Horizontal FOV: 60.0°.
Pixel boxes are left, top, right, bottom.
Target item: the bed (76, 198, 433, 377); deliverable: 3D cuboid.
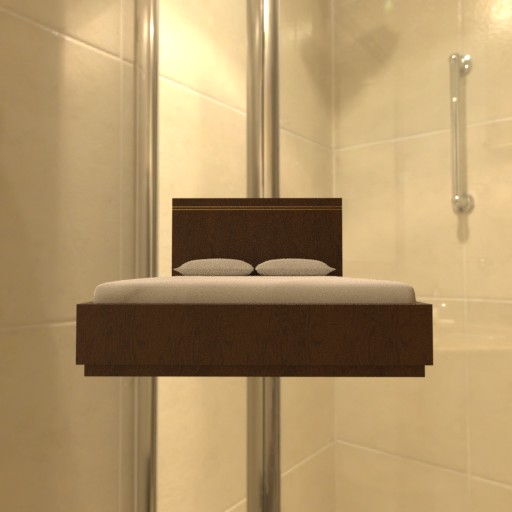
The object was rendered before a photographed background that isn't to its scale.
[{"bbox_3d":[0.000,0.000,3.124,1.613,1.169,2.221,0,-2,0],"label":"bed"}]
